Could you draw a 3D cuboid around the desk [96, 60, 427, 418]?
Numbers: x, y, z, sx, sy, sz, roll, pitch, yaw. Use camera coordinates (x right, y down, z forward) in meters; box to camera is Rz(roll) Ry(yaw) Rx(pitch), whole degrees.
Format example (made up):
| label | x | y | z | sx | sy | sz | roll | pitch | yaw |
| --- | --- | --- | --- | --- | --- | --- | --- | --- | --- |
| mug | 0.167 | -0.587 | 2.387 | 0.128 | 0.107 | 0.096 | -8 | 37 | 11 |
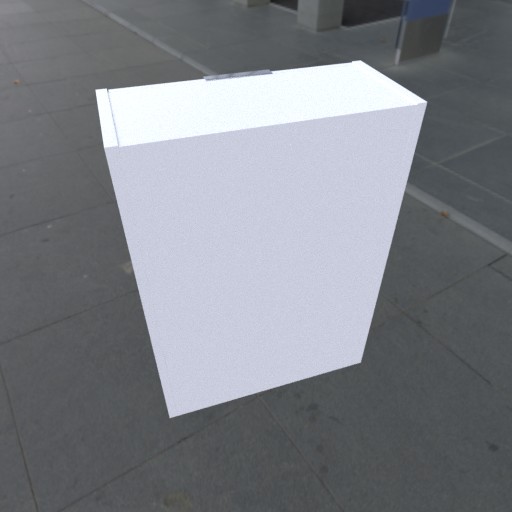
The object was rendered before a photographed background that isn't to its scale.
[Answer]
| label | x | y | z | sx | sy | sz | roll | pitch | yaw |
| --- | --- | --- | --- | --- | --- | --- | --- | --- | --- |
| desk | 0.000 | 0.000 | 1.629 | 0.850 | 1.190 | 0.390 | -12 | 42 | -14 |
